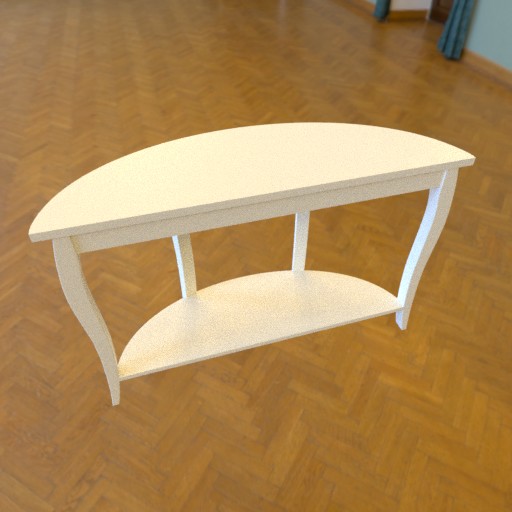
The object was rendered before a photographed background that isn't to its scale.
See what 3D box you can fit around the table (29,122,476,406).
[{"bbox_3d":[0.000,0.000,1.556,1.219,0.780,0.394,-11,43,-13],"label":"table"}]
